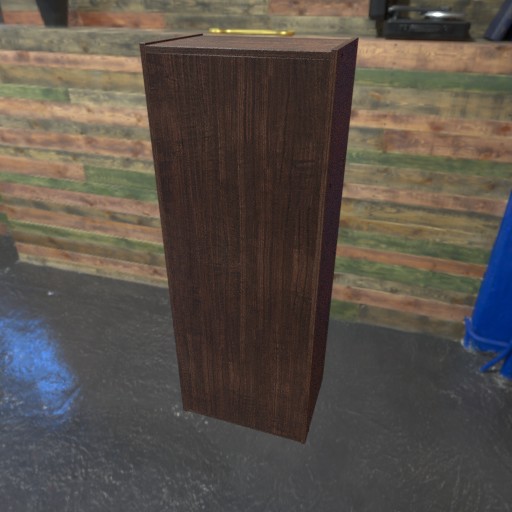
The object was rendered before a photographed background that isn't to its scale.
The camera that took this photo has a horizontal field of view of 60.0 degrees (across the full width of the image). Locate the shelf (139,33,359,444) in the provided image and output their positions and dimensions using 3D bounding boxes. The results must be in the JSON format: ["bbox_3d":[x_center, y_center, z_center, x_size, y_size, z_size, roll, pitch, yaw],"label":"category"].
[{"bbox_3d":[0.000,0.000,1.251,0.415,1.099,0.290,10,32,16],"label":"shelf"}]
